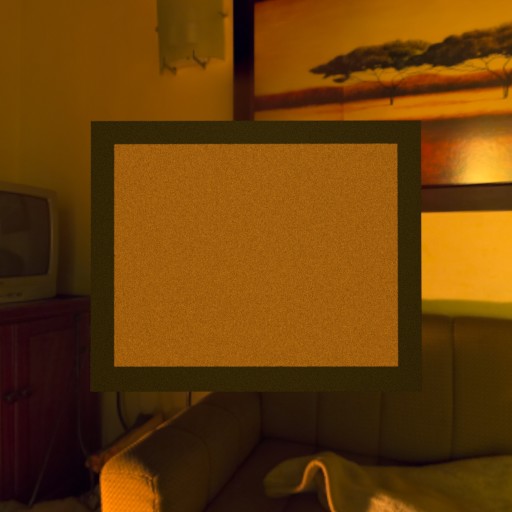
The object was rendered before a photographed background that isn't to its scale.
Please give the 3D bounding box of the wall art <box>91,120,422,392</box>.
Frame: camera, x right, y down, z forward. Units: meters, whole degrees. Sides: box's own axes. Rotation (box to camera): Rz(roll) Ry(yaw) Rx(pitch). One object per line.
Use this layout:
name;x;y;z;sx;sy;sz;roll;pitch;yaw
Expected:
wall art;0.000;0.000;0.764;0.561;0.460;0.028;0;0;0
